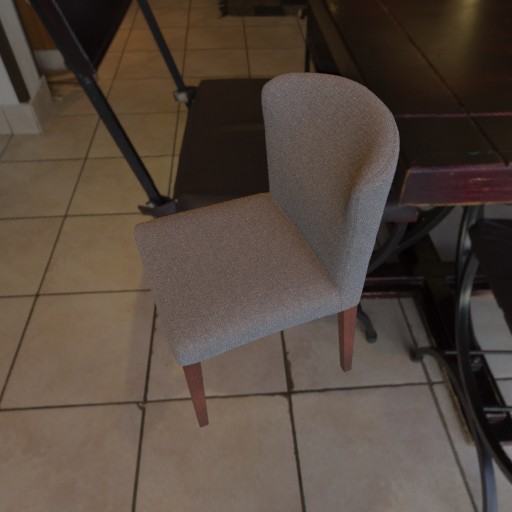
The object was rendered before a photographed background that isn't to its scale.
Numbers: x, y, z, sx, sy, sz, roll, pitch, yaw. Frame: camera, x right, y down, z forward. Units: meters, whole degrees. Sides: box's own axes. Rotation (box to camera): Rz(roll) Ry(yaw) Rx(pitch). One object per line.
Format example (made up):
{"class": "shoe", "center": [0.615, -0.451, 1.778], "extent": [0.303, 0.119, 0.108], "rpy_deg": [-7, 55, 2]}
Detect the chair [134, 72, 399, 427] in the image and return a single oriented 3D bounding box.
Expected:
{"class": "chair", "center": [0.000, 0.000, 1.222], "extent": [0.589, 0.839, 0.491], "rpy_deg": [-16, 48, -15]}
